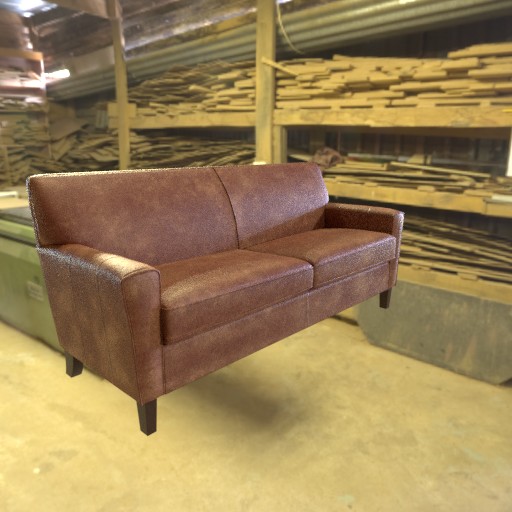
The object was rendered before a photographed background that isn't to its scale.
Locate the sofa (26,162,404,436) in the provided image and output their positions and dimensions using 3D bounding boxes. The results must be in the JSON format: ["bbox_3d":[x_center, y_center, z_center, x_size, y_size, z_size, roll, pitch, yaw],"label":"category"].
[{"bbox_3d":[0.000,0.000,2.458,0.805,0.947,2.053,13,19,42],"label":"sofa"}]
